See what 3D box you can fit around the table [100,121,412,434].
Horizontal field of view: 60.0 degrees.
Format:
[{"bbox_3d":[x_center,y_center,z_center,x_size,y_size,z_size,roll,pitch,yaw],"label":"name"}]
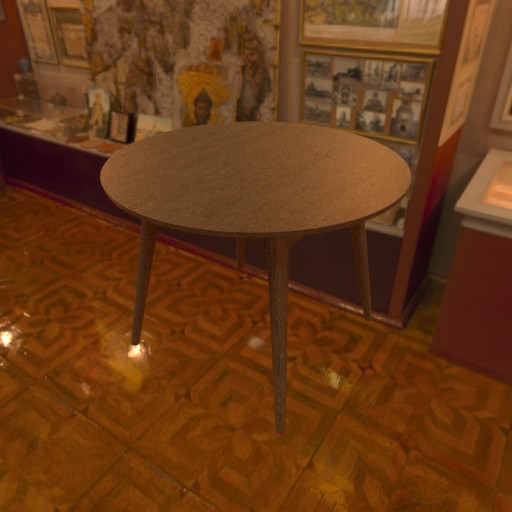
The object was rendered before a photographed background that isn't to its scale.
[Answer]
[{"bbox_3d":[0.000,0.000,1.769,1.053,0.786,1.053,0,32,0],"label":"table"}]
